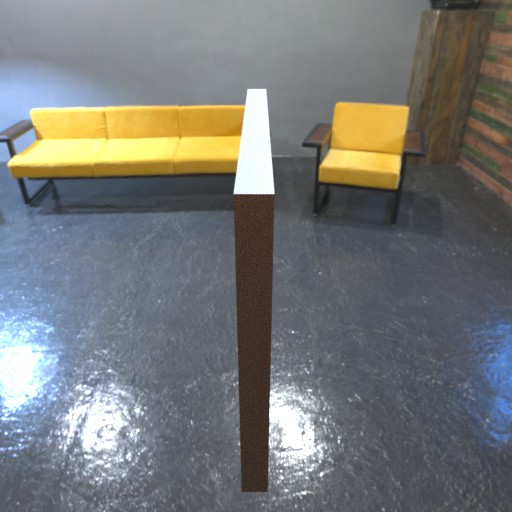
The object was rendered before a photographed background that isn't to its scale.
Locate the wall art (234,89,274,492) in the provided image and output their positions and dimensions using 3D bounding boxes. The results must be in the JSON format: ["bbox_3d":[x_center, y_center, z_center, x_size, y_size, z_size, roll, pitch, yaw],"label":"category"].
[{"bbox_3d":[0.000,0.000,0.757,0.037,0.450,0.557,0,30,0],"label":"wall art"}]
